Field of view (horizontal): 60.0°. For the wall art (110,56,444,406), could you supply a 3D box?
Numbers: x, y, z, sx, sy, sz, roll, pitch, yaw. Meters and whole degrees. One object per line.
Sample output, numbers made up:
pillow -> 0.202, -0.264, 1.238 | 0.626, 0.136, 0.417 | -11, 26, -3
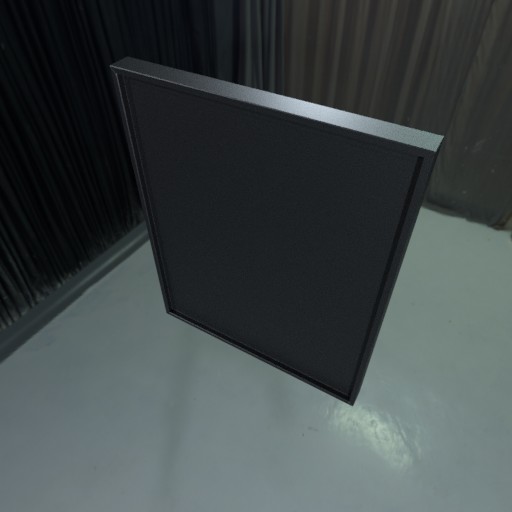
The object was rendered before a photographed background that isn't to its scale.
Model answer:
wall art -> 0.000, 0.000, 0.743 | 0.449, 0.555, 0.039 | 22, 49, 21
